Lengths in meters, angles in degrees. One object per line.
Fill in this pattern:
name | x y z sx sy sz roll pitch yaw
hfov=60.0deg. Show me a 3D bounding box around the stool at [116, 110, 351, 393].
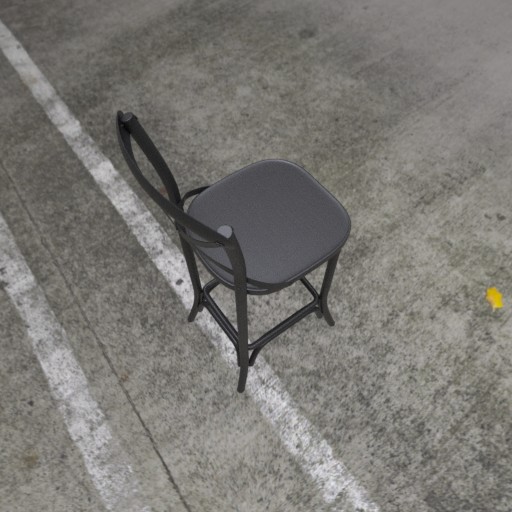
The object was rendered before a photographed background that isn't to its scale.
stool | 0.000 0.000 1.463 0.584 1.168 0.457 -32 63 -18
